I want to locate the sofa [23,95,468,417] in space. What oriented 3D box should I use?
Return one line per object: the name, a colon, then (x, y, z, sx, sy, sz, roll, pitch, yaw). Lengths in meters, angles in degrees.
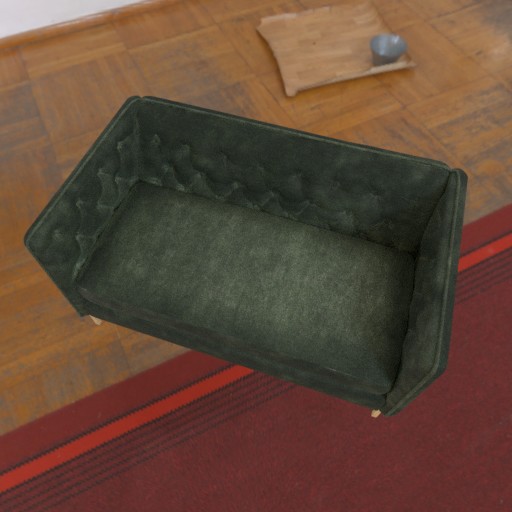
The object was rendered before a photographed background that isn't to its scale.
sofa: (0.000, 0.000, 1.992, 1.537, 0.768, 0.895, 16, 59, 10)
